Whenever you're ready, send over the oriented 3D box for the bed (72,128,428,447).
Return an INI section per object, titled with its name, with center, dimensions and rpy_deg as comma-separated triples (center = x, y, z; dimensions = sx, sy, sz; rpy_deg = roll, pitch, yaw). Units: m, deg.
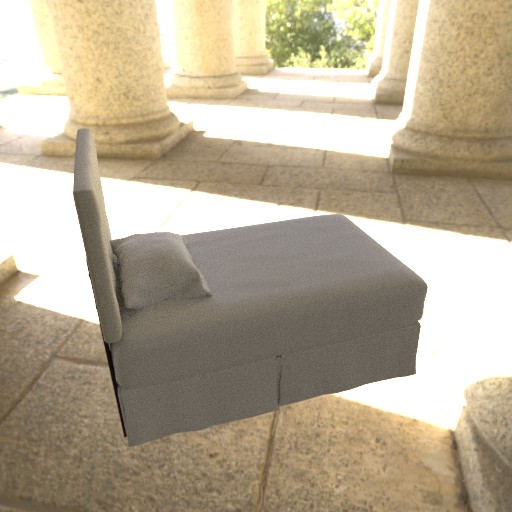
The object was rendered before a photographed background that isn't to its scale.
[bed]
center = 0.000, 0.000, 2.937
dimensions = 1.997, 1.571, 1.261
rpy_deg = -9, 31, -16
